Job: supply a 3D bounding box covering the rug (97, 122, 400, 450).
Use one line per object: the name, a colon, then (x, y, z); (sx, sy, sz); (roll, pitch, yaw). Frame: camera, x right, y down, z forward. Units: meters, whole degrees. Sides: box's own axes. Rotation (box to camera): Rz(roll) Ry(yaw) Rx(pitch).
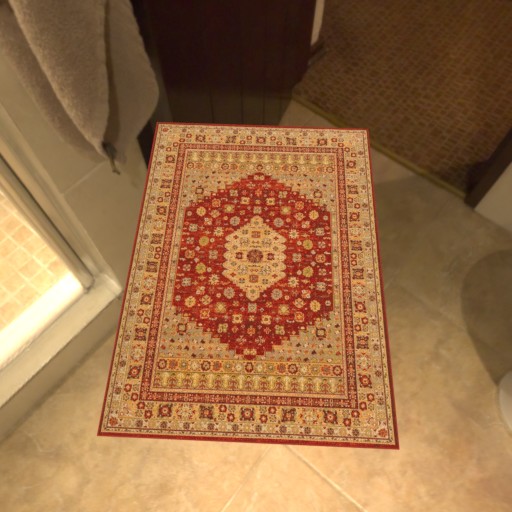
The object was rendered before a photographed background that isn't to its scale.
rug: (0.000, 0.000, 2.835); (1.593, 0.013, 2.211); (2, 63, 1)
